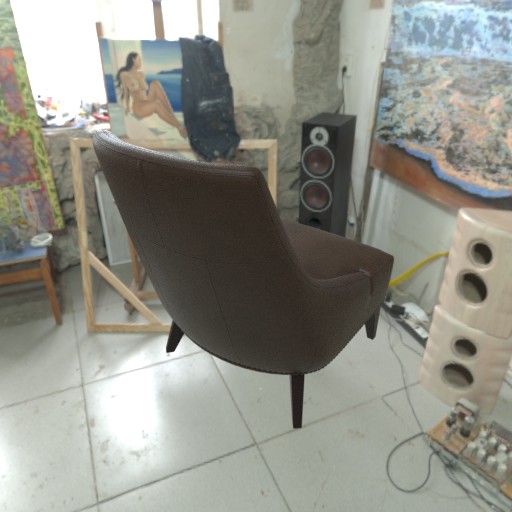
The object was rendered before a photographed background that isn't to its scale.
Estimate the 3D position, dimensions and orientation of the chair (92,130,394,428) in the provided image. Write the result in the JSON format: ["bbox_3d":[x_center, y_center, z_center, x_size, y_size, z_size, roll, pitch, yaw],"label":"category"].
[{"bbox_3d":[0.000,0.000,1.499,0.701,0.909,0.861,21,36,31],"label":"chair"}]
